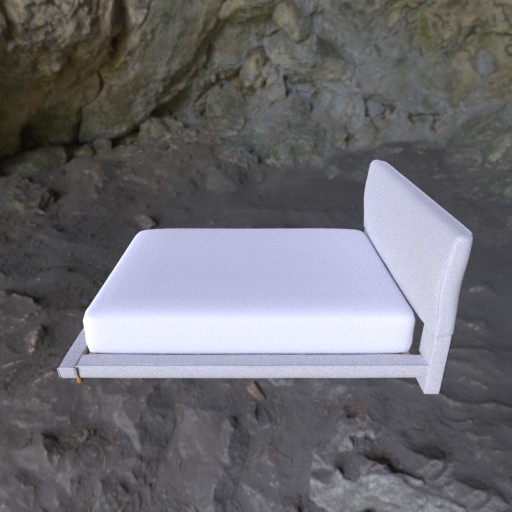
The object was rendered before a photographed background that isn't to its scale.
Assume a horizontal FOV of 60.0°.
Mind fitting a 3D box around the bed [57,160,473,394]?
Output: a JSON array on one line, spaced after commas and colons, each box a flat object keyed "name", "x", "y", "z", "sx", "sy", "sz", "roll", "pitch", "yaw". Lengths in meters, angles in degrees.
[{"name": "bed", "x": 0.000, "y": 0.000, "z": 3.332, "sx": 2.368, "sy": 1.067, "sz": 1.840, "roll": 0, "pitch": 24, "yaw": 0}]
